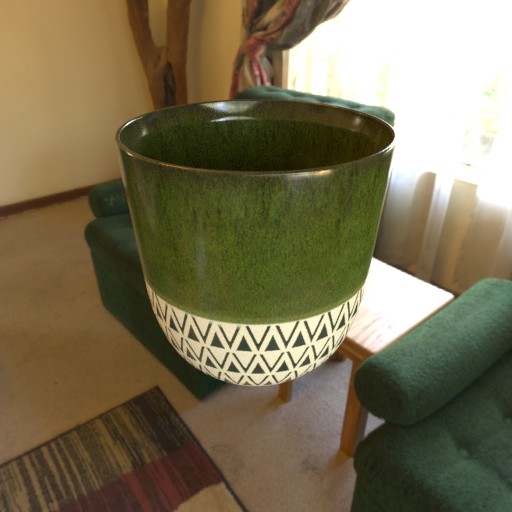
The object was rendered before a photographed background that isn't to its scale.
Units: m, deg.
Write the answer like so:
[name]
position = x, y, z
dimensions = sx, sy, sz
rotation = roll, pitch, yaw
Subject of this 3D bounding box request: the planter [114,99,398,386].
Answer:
[planter]
position = 0.000, 0.000, 0.465
dimensions = 0.245, 0.270, 0.245
rotation = 0, 30, 0
